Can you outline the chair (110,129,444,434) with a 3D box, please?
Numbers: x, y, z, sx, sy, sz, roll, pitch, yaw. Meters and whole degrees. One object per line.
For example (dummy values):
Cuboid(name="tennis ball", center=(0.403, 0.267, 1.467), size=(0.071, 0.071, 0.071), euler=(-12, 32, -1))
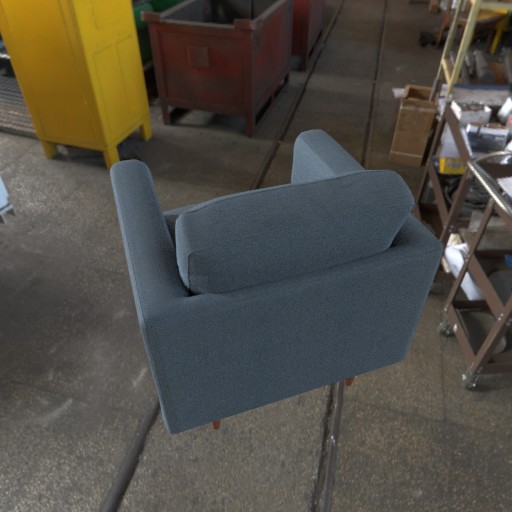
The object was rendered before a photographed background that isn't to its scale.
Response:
Cuboid(name="chair", center=(0.000, 0.000, 1.558), size=(0.855, 0.922, 0.820), euler=(-13, 43, -14))
